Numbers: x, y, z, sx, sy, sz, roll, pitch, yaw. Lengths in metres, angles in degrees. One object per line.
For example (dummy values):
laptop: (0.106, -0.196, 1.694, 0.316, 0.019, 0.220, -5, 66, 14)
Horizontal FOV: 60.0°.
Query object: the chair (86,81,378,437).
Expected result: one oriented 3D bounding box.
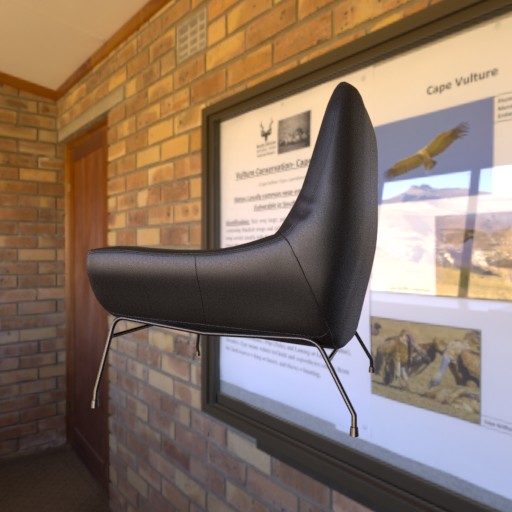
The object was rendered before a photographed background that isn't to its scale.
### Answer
chair: (0.000, 0.000, 1.566, 0.826, 0.922, 0.836, 0, 0, 19)
